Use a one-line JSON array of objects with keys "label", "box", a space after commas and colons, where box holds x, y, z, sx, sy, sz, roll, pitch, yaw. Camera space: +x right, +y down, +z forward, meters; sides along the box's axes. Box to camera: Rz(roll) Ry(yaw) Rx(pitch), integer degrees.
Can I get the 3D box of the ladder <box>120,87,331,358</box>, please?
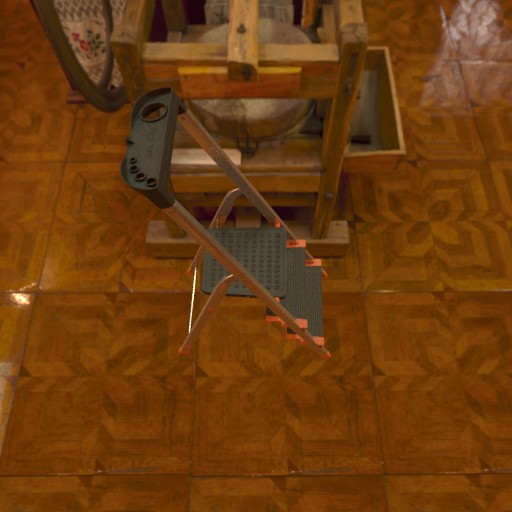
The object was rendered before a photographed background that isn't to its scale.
[{"label": "ladder", "box": [0.000, 0.000, 1.539, 0.686, 1.229, 0.416, 2, 64, 1]}]
